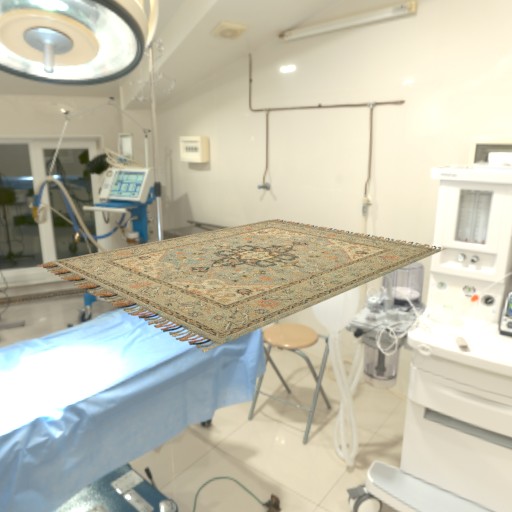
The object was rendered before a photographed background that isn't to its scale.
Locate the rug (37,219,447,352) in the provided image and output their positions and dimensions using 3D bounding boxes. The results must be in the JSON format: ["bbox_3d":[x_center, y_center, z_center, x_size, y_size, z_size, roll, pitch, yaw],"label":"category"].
[{"bbox_3d":[0.000,0.000,2.296,1.278,0.009,1.730,14,21,43],"label":"rug"}]
